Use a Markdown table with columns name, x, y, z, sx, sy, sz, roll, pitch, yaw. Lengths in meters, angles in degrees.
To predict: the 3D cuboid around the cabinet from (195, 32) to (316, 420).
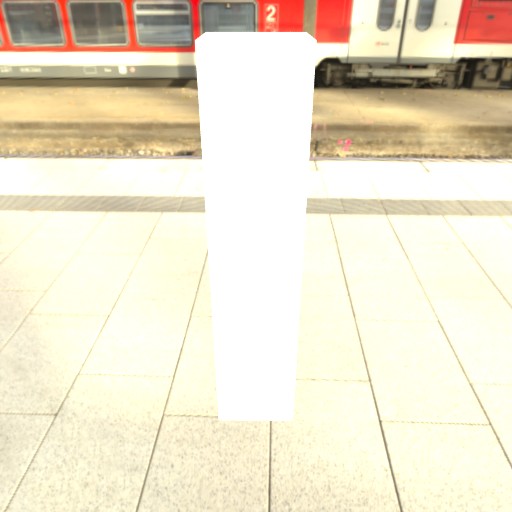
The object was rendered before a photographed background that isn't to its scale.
| name | x | y | z | sx | sy | sz | roll | pitch | yaw |
| --- | --- | --- | --- | --- | --- | --- | --- | --- | --- |
| cabinet | 0.000 | 0.000 | 1.570 | 0.300 | 1.400 | 0.269 | 0 | 31 | 0 |
